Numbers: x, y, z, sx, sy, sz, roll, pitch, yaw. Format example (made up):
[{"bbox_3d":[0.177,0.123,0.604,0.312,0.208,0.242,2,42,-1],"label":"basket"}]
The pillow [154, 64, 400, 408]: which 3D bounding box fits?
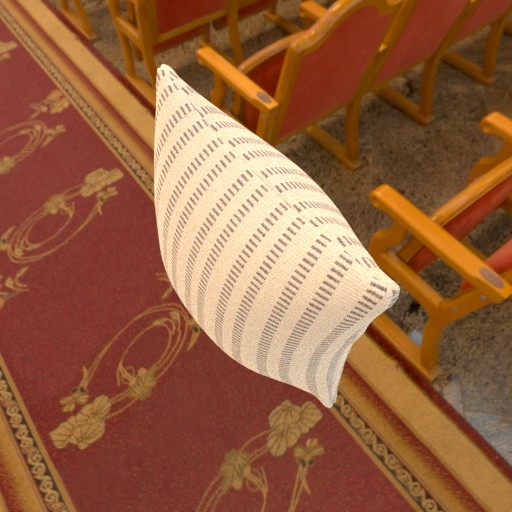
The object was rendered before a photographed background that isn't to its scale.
[{"bbox_3d":[0.000,0.000,0.677,0.247,0.419,0.438,-33,64,-19],"label":"pillow"}]
